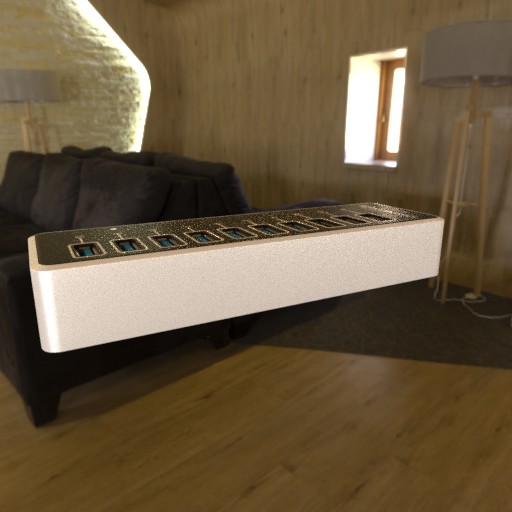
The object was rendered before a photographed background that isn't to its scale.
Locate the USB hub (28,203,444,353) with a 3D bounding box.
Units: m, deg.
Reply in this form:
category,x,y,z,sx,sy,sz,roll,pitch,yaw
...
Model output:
category,x,y,z,sx,sy,sz,roll,pitch,yaw
USB hub,0.000,0.000,0.160,0.145,0.023,0.044,-8,18,-26
